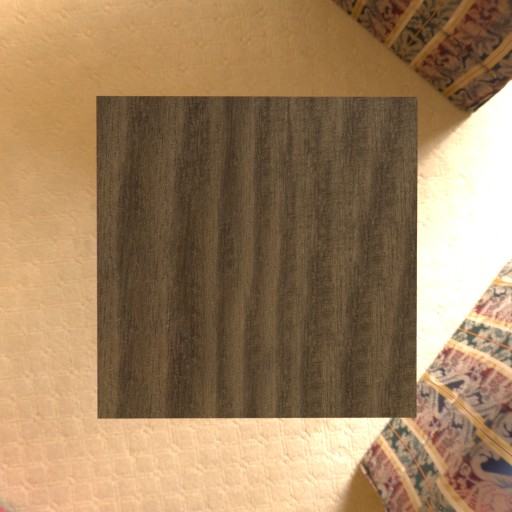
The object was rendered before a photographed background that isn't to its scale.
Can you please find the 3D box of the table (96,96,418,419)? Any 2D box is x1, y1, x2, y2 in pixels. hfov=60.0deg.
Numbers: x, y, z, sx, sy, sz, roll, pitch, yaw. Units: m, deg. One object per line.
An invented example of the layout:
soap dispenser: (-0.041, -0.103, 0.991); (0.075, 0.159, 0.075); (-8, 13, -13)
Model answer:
table: (0.000, 0.000, 0.991); (0.504, 0.587, 0.506); (0, 91, 0)
